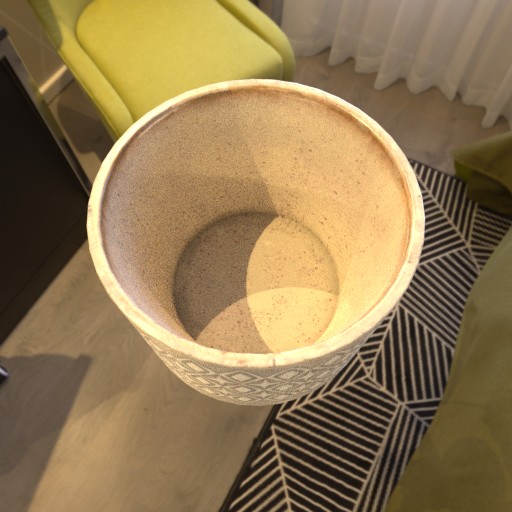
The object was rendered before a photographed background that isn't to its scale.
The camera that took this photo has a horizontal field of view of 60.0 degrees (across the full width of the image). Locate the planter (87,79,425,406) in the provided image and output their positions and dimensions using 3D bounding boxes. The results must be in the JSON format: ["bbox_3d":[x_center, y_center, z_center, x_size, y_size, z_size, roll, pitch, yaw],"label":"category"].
[{"bbox_3d":[0.000,0.000,0.311,0.186,0.144,0.186,0,64,0],"label":"planter"}]
